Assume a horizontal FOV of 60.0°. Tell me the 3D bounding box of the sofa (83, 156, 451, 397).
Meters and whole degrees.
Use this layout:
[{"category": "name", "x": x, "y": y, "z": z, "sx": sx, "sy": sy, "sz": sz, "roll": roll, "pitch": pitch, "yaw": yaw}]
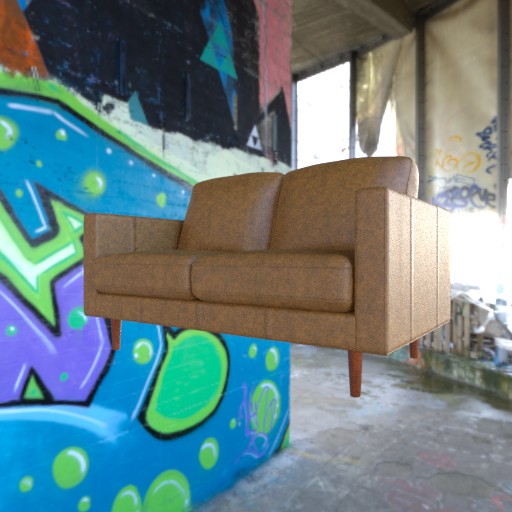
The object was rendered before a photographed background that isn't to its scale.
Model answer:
[{"category": "sofa", "x": 0.000, "y": 0.000, "z": 2.144, "sx": 1.578, "sy": 0.951, "sz": 0.909, "roll": 0, "pitch": 0, "yaw": 35}]
